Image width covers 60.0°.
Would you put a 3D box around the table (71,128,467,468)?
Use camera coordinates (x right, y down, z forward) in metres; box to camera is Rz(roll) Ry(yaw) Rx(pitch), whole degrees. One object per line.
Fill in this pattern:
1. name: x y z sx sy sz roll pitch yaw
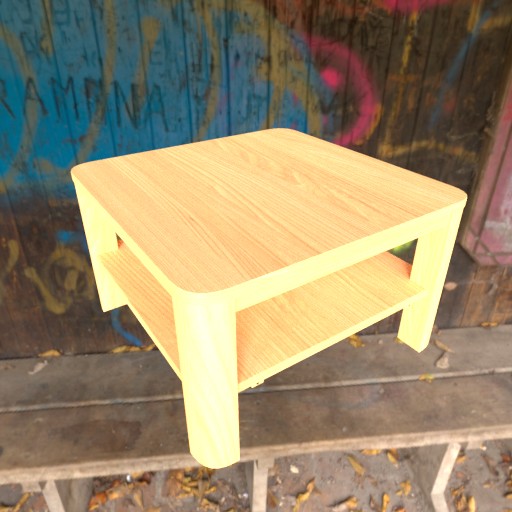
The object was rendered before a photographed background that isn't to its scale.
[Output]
1. table: 0.000 0.000 1.237 0.750 0.450 0.750 -19 36 -29
